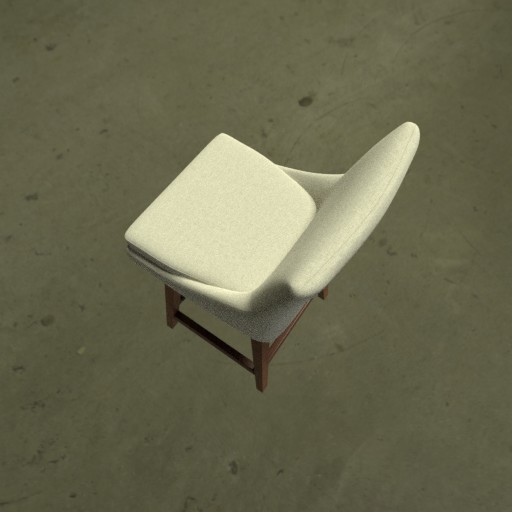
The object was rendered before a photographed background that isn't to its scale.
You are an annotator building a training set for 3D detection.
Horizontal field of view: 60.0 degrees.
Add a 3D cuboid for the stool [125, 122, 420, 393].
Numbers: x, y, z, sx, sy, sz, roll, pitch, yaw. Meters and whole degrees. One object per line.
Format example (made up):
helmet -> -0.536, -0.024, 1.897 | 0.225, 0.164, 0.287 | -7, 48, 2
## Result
stool -> 0.000, 0.000, 1.295 | 0.559, 0.991, 0.469 | 32, 67, 15
